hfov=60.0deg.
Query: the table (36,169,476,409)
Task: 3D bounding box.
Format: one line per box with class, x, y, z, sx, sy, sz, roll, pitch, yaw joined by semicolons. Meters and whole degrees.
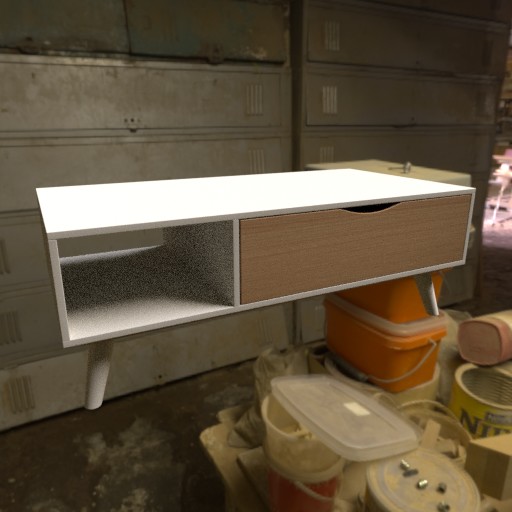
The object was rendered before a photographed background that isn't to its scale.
table;0.000;0.000;1.413;1.194;0.432;0.609;-9;19;-26
